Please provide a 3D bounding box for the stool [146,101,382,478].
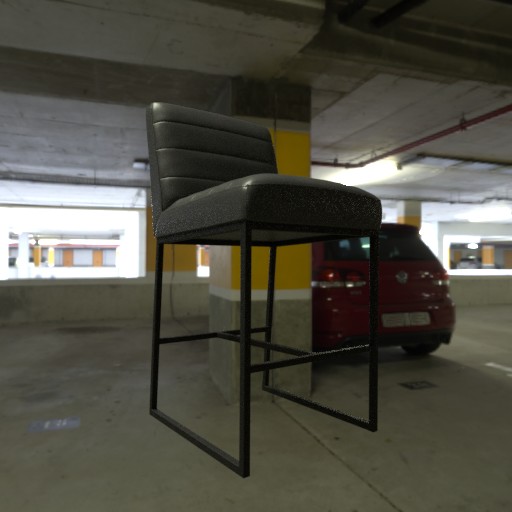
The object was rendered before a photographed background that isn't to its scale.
[{"bbox_3d":[0.000,0.000,1.261,0.457,0.938,0.552,1,-1,-37],"label":"stool"}]
